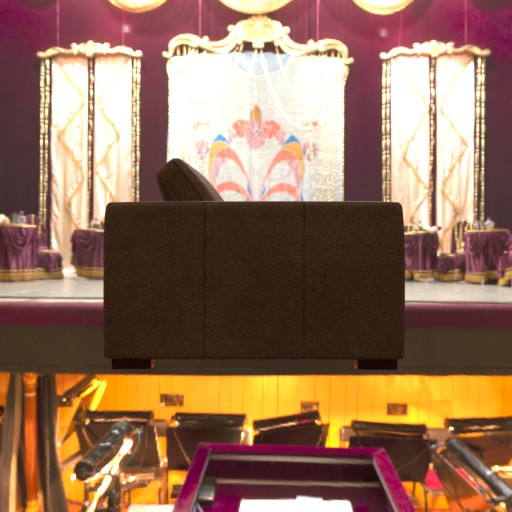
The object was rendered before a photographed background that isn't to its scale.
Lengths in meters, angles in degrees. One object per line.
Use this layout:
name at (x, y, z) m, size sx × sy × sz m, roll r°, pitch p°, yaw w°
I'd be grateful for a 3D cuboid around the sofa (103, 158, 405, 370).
sofa at (0.000, 0.000, 2.468) m, size 1.070 × 0.800 × 1.920 m, roll 0°, pitch 0°, yaw 0°
